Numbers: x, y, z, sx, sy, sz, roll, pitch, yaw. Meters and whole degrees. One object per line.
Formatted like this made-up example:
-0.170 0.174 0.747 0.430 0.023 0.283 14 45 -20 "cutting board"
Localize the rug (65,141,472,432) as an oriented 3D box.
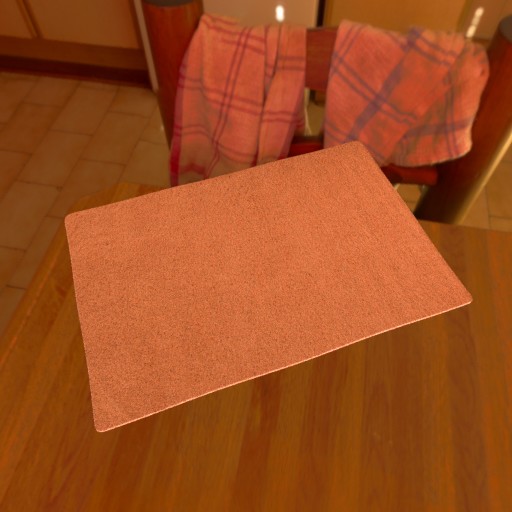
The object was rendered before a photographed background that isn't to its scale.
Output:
0.000 0.000 3.416 2.700 0.024 1.801 -17 58 -11 "rug"
